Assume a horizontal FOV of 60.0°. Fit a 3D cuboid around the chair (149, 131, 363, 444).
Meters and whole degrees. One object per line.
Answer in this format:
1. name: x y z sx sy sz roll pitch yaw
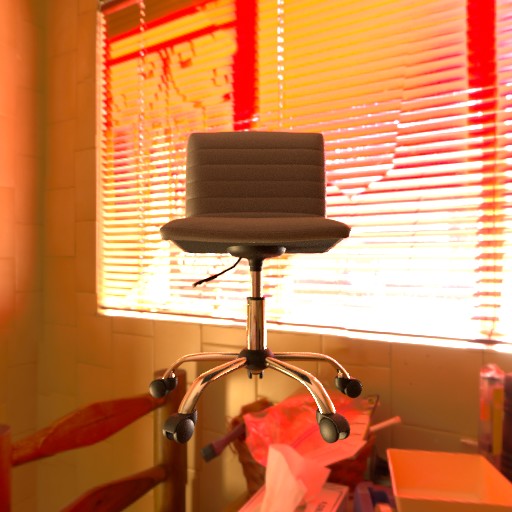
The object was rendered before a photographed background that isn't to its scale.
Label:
1. chair: 0.000 0.000 1.134 0.569 0.750 0.542 0 -1 0
